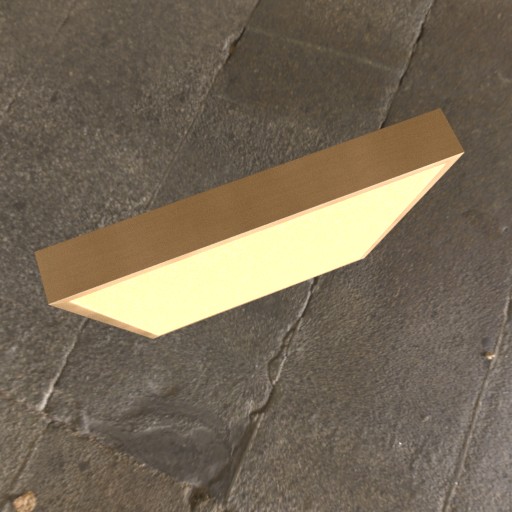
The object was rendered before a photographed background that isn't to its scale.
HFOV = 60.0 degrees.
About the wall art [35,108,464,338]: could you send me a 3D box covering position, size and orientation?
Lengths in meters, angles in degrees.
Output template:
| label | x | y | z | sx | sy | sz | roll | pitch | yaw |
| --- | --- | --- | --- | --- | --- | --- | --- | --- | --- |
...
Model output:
| label | x | y | z | sx | sy | sz | roll | pitch | yaw |
| --- | --- | --- | --- | --- | --- | --- | --- | --- | --- |
| wall art | 0.000 | 0.000 | 0.454 | 0.305 | 0.303 | 0.038 | -20 | 76 | -5 |
